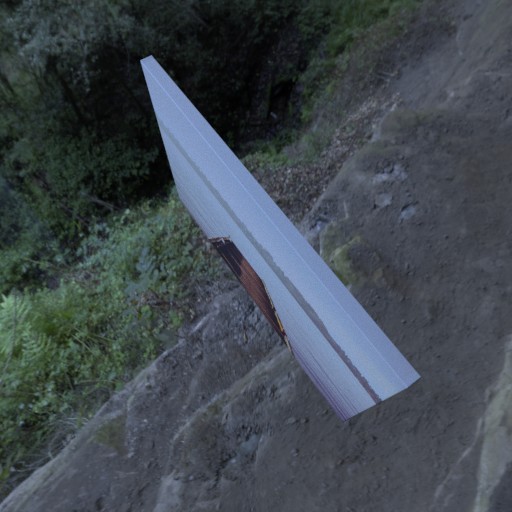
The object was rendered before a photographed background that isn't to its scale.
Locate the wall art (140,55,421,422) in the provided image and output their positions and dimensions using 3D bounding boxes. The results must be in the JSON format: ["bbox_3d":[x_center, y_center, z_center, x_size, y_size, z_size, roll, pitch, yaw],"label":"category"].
[{"bbox_3d":[0.000,0.000,1.461,0.040,0.765,1.149,-32,69,-14],"label":"wall art"}]
